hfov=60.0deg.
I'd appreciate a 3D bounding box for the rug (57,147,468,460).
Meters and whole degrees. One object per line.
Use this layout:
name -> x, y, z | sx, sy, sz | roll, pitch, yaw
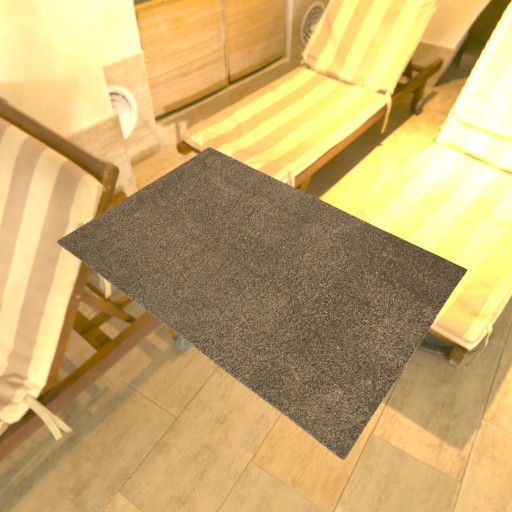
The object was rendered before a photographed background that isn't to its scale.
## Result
rug -> 0.000, 0.000, 3.485 | 2.699, 0.026, 1.802 | 30, 53, 26
